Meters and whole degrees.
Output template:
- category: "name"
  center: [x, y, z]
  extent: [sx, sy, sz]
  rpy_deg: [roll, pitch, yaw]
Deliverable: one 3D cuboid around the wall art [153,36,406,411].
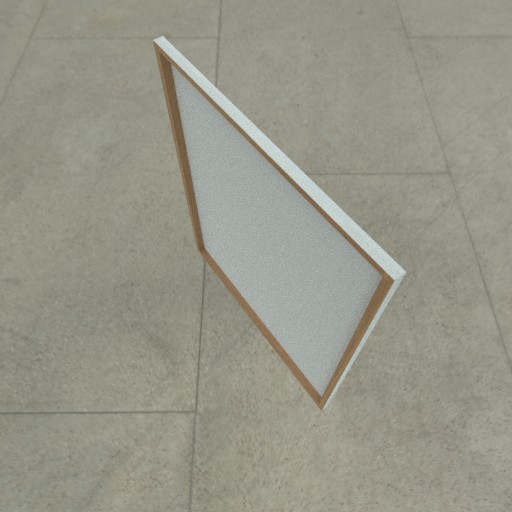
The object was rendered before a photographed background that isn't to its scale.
- category: "wall art"
  center: [0.000, 0.000, 0.978]
  extent: [0.021, 0.710, 0.609]
  rpy_deg: [-32, 64, -18]
